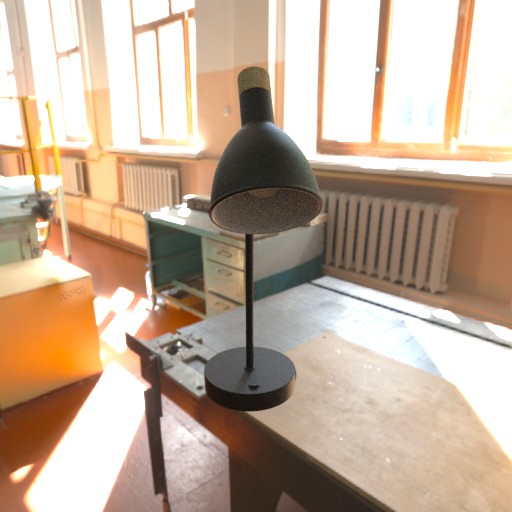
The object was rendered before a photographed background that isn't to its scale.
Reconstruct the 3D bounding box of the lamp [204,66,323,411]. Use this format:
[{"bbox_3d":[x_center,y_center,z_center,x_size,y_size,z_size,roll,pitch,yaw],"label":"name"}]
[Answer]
[{"bbox_3d":[0.000,0.000,0.610,0.152,0.483,0.287,-2,16,-8],"label":"lamp"}]
